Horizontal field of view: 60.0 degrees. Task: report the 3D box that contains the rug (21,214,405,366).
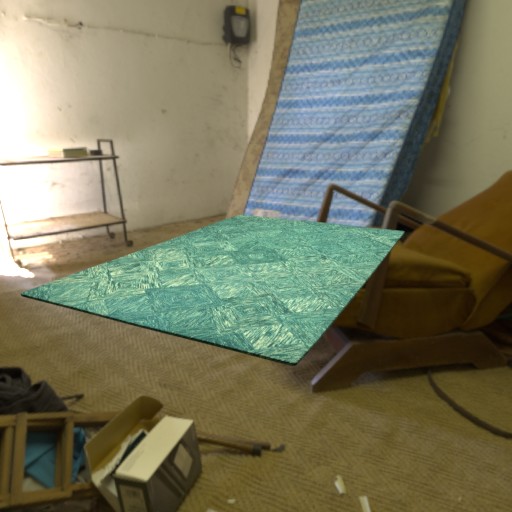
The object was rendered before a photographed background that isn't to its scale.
[{"bbox_3d":[0.000,0.000,2.167,1.136,0.017,1.728,8,19,26],"label":"rug"}]
